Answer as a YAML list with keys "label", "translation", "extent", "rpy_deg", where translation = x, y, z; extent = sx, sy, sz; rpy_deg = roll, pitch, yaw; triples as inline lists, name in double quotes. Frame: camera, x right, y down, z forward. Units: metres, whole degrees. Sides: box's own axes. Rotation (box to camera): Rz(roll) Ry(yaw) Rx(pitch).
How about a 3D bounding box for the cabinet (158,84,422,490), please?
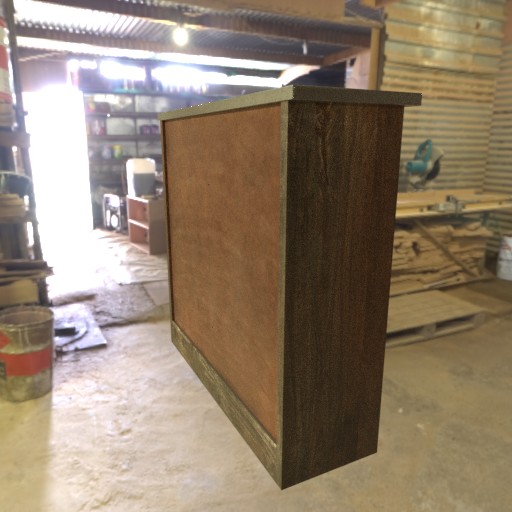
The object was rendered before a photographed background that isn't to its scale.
- label: "cabinet"
  translation: [0.000, 0.000, 1.430]
  extent: [0.338, 0.919, 0.968]
  rpy_deg: [-7, 16, -26]
